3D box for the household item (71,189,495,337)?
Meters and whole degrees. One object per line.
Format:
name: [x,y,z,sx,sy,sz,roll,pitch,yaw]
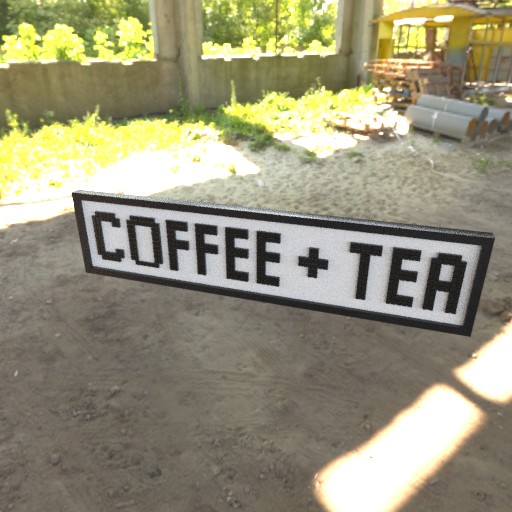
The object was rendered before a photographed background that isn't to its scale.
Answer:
household item: [0.000,0.000,1.076,1.001,0.236,0.030,8,26,16]
